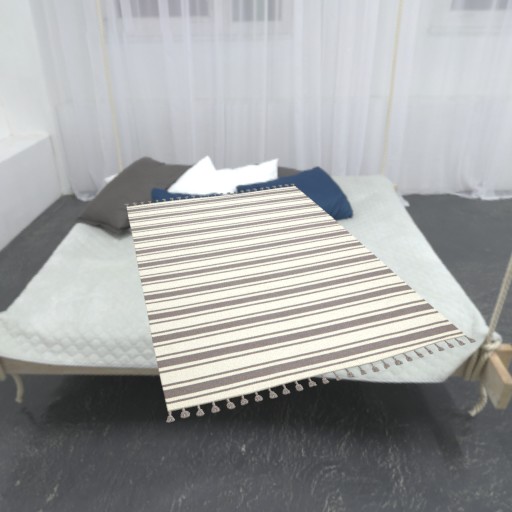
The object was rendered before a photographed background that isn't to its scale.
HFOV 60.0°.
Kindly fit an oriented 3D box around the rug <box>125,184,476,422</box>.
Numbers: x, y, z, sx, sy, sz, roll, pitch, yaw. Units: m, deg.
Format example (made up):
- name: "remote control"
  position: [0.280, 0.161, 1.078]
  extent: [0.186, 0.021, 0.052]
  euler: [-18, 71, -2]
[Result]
- name: "rug"
  position: [0.000, 0.000, 3.008]
  extent: [1.563, 0.014, 2.425]
  euler: [-9, 31, -16]
